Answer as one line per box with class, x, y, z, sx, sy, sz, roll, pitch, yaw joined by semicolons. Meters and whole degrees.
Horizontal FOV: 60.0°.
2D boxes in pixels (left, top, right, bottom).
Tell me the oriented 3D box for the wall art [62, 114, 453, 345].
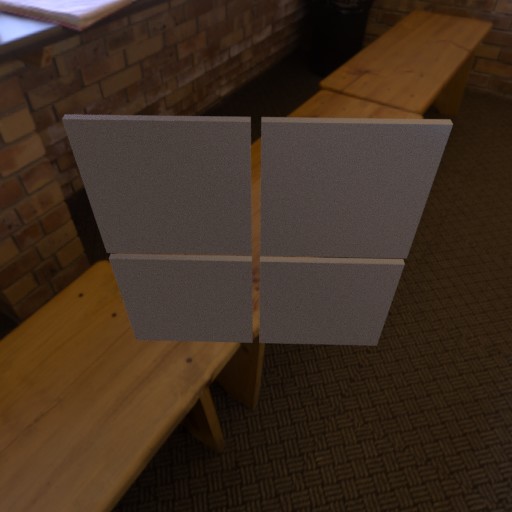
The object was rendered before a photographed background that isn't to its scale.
wall art;0.000;0.000;1.674;1.118;1.118;0.029;1;45;1
